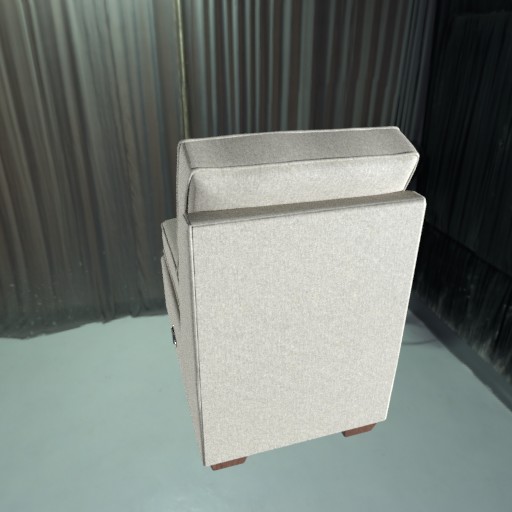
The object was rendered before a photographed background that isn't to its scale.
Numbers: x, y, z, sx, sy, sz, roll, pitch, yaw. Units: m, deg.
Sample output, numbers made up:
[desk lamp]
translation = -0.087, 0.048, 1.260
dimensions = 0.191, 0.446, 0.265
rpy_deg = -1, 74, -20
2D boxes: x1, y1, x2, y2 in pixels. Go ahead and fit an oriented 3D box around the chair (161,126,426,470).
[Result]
[chair]
translation = 0.000, 0.000, 1.694
dimensions = 0.674, 1.058, 1.020
rpy_deg = -8, 27, -15
